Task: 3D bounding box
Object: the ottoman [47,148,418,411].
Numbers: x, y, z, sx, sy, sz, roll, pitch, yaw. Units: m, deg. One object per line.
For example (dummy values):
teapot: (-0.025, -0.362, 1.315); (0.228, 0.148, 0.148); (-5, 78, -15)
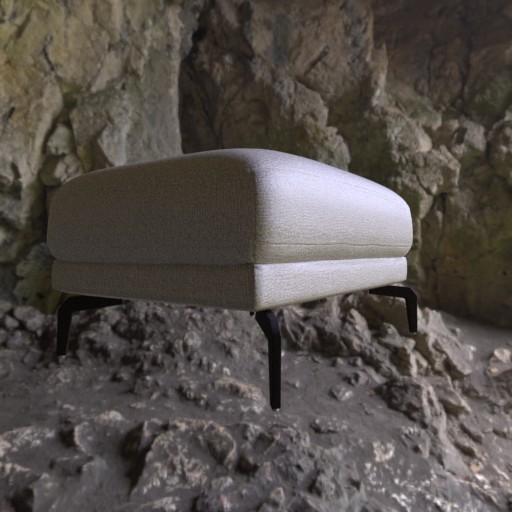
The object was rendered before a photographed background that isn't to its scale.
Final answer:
ottoman: (0.000, 0.000, 1.057); (0.568, 0.420, 0.772); (1, 1, 35)
